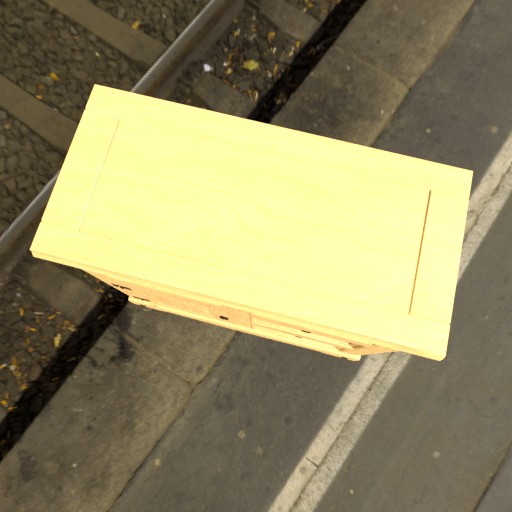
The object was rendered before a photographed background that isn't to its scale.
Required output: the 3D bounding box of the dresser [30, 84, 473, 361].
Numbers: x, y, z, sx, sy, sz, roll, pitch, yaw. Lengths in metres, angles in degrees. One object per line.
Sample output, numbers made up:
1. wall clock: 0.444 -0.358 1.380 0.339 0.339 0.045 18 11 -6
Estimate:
1. dresser: 0.000 0.000 1.396 0.915 0.835 0.440 14 76 3
